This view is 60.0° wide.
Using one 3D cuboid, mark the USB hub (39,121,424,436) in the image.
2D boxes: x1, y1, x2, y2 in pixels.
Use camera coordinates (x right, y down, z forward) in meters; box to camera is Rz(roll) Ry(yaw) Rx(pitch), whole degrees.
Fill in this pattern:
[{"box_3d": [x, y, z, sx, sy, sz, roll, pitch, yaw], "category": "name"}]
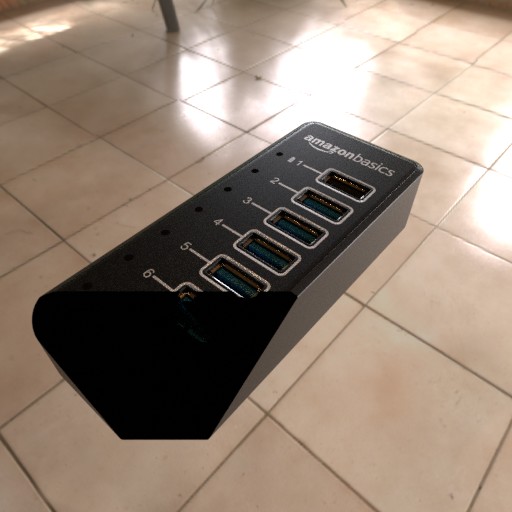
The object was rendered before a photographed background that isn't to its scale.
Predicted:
[{"box_3d": [0.000, 0.000, 0.123, 0.044, 0.023, 0.110, 32, 54, 27], "category": "USB hub"}]
